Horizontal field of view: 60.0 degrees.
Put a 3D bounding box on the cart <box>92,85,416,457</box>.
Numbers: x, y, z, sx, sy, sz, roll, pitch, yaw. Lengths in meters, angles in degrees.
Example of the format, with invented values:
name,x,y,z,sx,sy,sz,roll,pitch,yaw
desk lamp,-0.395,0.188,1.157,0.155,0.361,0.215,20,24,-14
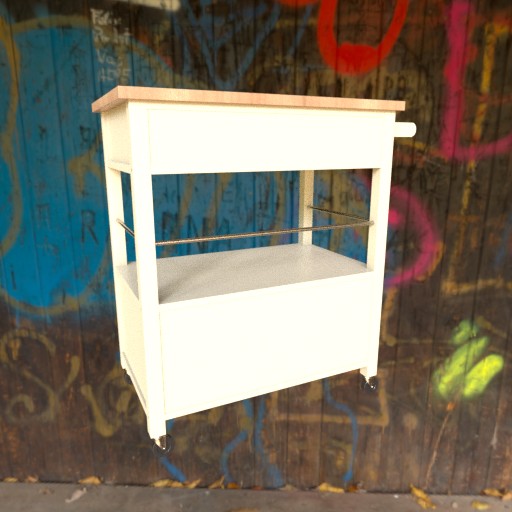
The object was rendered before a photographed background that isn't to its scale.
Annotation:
name,x,y,z,sx,sy,sz,roll,pitch,yaw
cart,0.000,0.000,1.377,0.840,0.901,0.459,-7,16,-25
